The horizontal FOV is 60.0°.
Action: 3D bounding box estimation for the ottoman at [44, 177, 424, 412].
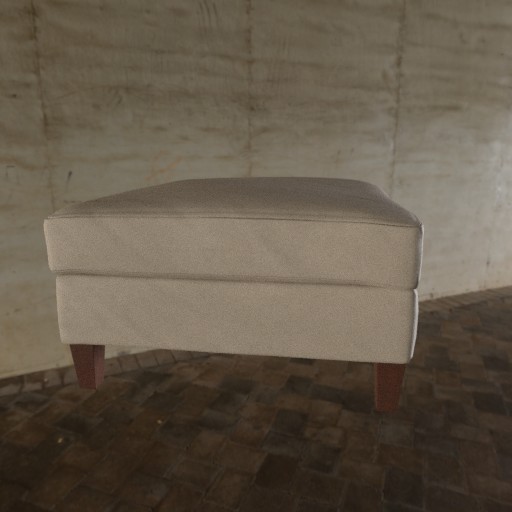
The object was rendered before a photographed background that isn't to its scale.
[{"bbox_3d":[0.000,0.000,1.430,0.836,0.492,1.002,2,14,8],"label":"ottoman"}]
